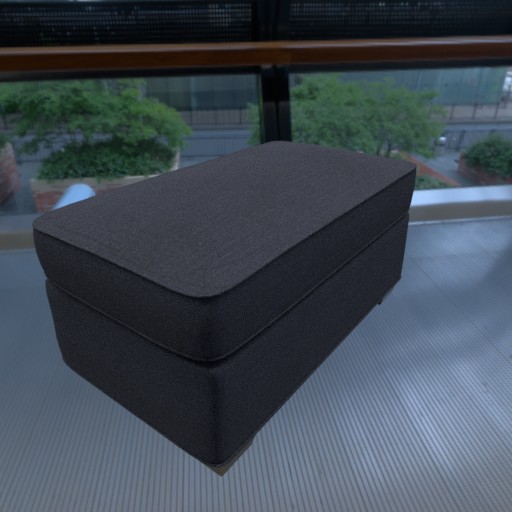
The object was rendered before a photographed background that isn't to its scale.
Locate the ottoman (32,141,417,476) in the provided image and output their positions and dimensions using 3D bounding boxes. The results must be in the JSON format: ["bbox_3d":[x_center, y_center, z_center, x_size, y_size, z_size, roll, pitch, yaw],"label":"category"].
[{"bbox_3d":[0.000,0.000,1.135,0.505,0.453,0.895,19,33,33],"label":"ottoman"}]
